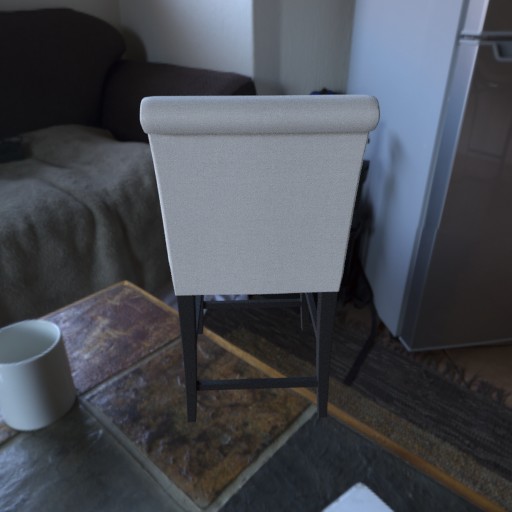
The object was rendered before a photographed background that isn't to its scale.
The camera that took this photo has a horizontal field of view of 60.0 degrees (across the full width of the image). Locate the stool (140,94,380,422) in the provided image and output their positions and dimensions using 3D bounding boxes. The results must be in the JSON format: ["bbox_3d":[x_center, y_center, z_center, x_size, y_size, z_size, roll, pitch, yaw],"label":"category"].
[{"bbox_3d":[0.000,0.000,1.291,0.452,0.976,0.597,-1,30,-2],"label":"stool"}]
